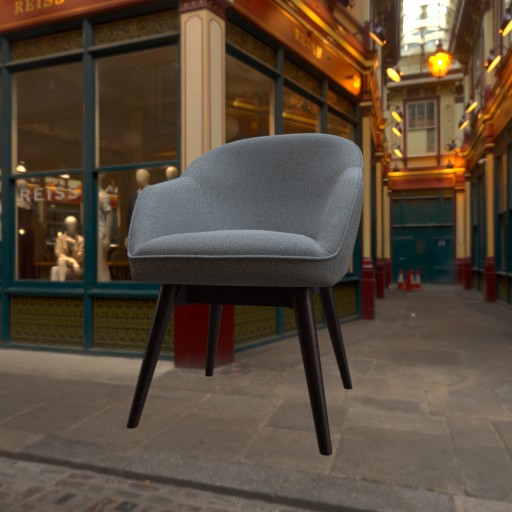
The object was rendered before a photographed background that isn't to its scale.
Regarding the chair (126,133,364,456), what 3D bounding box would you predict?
[{"bbox_3d":[0.000,0.000,1.223,0.589,0.810,0.611,0,1,17],"label":"chair"}]
